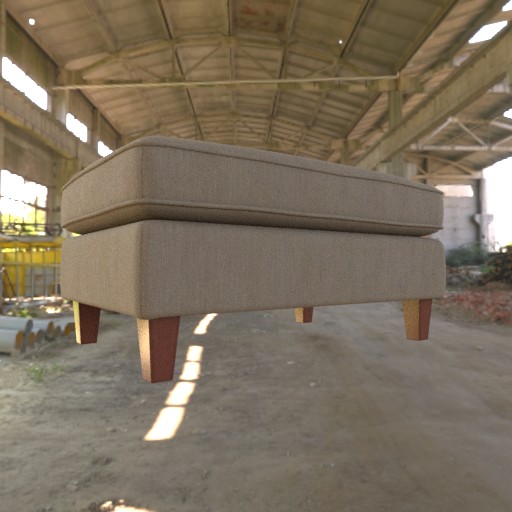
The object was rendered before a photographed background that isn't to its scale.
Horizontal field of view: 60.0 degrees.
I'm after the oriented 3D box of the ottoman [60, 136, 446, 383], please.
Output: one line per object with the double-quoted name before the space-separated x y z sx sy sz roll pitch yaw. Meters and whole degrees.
"ottoman" 0.000 0.000 1.256 0.941 0.480 0.636 1 -2 -35
